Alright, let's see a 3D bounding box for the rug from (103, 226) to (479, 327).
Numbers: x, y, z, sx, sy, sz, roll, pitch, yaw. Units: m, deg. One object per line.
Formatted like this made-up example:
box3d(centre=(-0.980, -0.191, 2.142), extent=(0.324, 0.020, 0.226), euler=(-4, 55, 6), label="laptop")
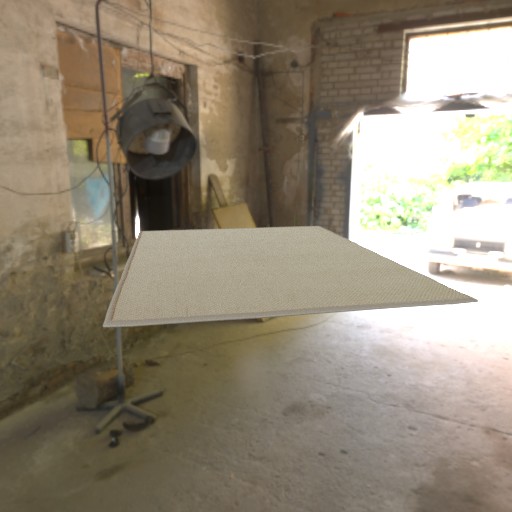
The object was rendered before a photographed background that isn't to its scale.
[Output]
box3d(centre=(0.000, 0.000, 2.712), extent=(1.525, 0.020, 2.081), euler=(-2, 13, -11), label="rug")
